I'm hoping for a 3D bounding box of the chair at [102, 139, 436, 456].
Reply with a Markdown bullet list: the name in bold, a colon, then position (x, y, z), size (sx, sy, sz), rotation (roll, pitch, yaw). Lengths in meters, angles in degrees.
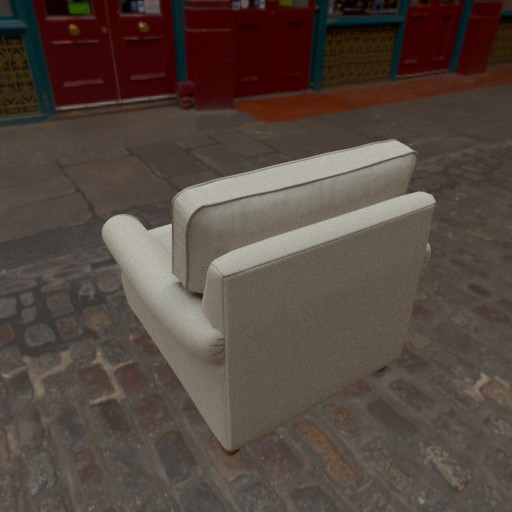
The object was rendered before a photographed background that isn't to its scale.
- **chair**: position (0.000, 0.000, 1.772), size (1.029, 0.967, 0.966), rotation (-19, 36, -27)
